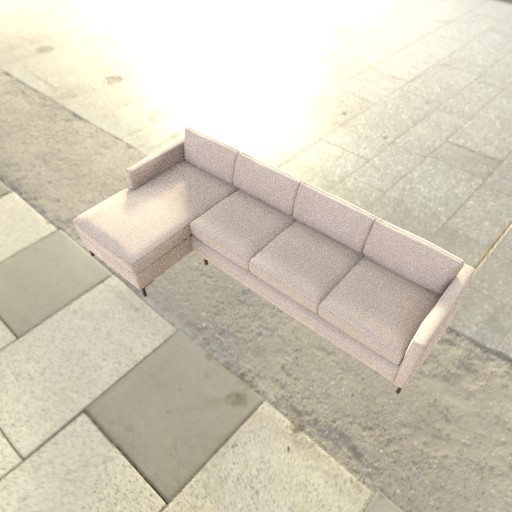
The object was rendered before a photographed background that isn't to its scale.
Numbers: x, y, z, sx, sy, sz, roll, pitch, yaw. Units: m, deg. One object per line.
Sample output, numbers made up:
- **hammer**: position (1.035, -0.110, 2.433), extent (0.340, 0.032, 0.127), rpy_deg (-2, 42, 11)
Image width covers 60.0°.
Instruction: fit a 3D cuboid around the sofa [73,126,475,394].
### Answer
- **sofa**: position (0.000, 0.000, 3.556), extent (2.923, 0.816, 1.469), rpy_deg (31, 54, 26)
